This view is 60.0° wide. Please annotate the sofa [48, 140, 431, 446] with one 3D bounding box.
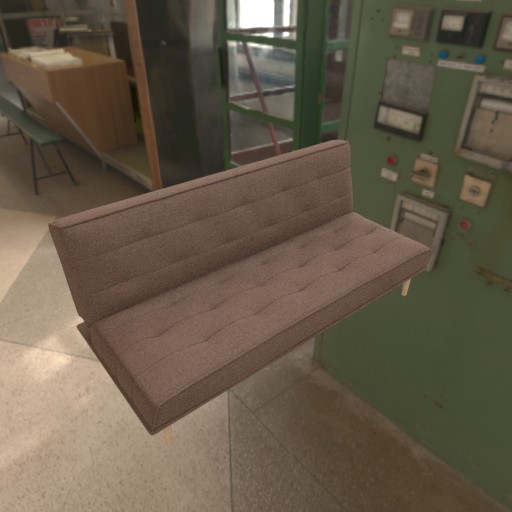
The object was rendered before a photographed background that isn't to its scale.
[{"bbox_3d":[0.000,0.000,2.372,1.820,0.810,1.038,-23,39,-32],"label":"sofa"}]
